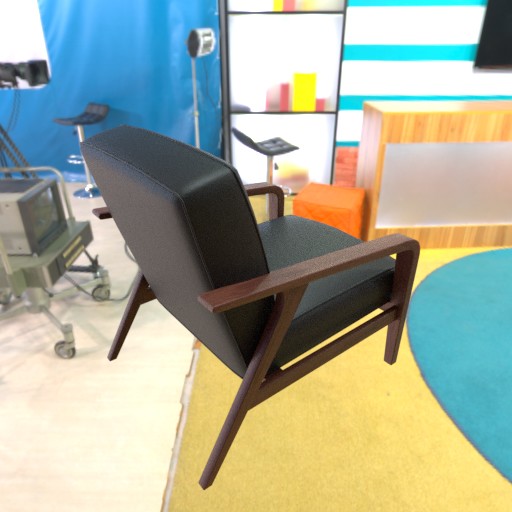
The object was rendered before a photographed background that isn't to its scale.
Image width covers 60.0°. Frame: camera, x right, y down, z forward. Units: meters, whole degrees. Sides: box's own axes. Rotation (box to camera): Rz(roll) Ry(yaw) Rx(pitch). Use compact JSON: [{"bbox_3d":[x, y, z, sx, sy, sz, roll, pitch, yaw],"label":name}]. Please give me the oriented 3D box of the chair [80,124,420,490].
[{"bbox_3d":[0.000,0.000,1.473,0.889,0.861,0.719,-20,33,-33],"label":"chair"}]
